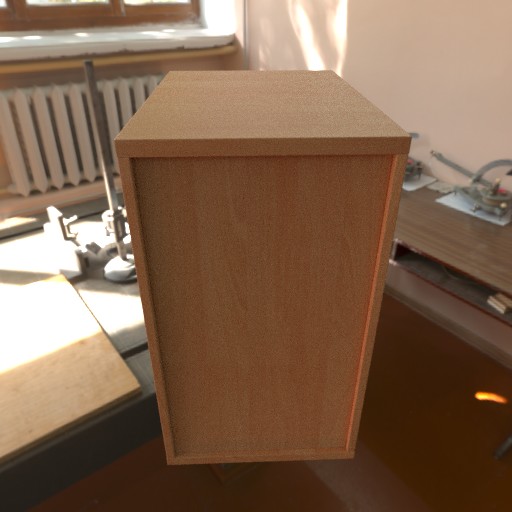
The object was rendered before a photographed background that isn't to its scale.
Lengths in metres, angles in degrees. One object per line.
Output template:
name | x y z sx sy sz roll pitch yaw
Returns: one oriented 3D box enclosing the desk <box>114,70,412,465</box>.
desk | 0.000 0.000 1.043 0.404 0.730 0.600 -1 31 -2
